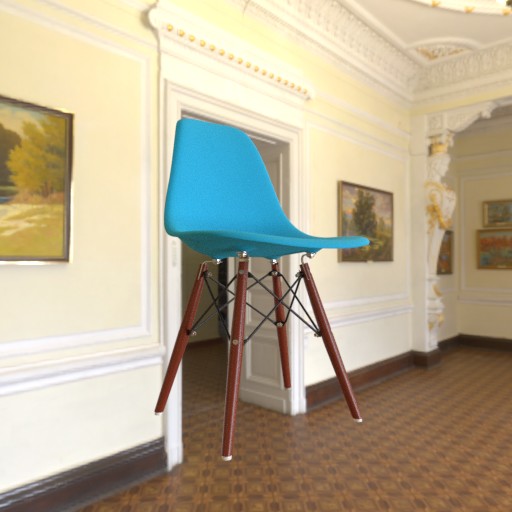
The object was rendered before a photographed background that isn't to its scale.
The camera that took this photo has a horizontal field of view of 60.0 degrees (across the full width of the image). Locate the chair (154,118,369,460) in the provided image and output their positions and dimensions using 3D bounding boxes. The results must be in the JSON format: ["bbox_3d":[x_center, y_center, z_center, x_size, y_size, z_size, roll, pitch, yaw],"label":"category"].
[{"bbox_3d":[0.000,0.000,1.152,0.470,0.826,0.533,0,-1,-34],"label":"chair"}]
